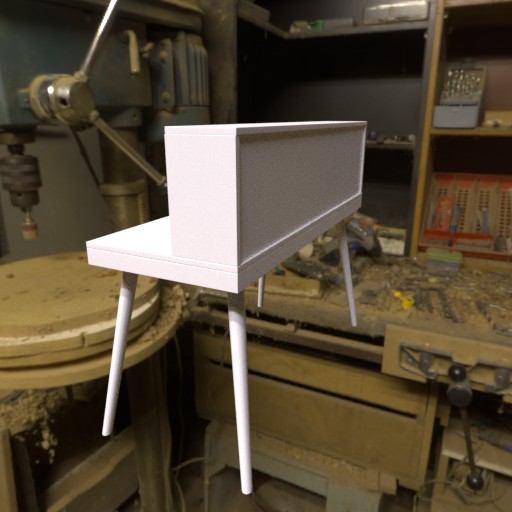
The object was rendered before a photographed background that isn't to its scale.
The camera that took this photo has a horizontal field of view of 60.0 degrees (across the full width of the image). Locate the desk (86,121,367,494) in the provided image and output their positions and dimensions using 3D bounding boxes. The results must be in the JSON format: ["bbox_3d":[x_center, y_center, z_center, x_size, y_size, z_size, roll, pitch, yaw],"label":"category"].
[{"bbox_3d":[0.000,0.000,1.721,0.559,0.990,1.199,9,19,25],"label":"desk"}]
